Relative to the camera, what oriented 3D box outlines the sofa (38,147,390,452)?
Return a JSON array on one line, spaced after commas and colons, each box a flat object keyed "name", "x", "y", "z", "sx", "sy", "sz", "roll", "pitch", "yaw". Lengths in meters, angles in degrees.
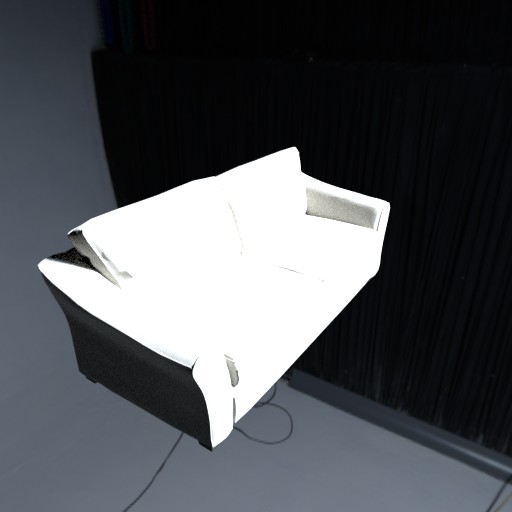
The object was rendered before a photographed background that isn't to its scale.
[{"name": "sofa", "x": 0.000, "y": 0.000, "z": 2.776, "sx": 0.980, "sy": 0.965, "sz": 2.270, "roll": 17, "pitch": 31, "yaw": 30}]
